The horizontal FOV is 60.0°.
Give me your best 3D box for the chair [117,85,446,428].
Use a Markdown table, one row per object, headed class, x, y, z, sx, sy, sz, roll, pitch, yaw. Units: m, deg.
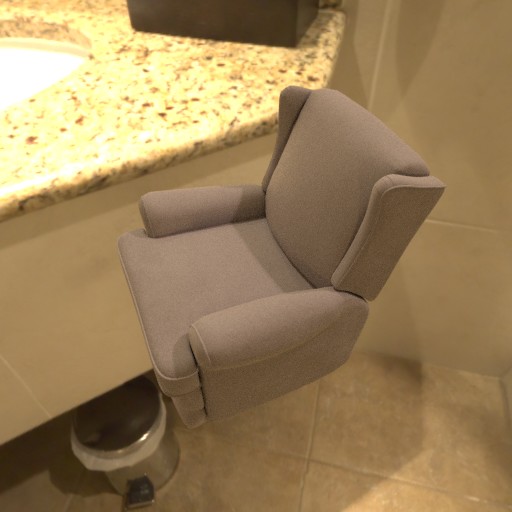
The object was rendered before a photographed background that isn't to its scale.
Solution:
| class | x | y | z | sx | sy | sz | roll | pitch | yaw |
| --- | --- | --- | --- | --- | --- | --- | --- | --- | --- |
| chair | 0.000 | 0.000 | 1.703 | 0.969 | 1.011 | 0.847 | -17 | 48 | -16 |
